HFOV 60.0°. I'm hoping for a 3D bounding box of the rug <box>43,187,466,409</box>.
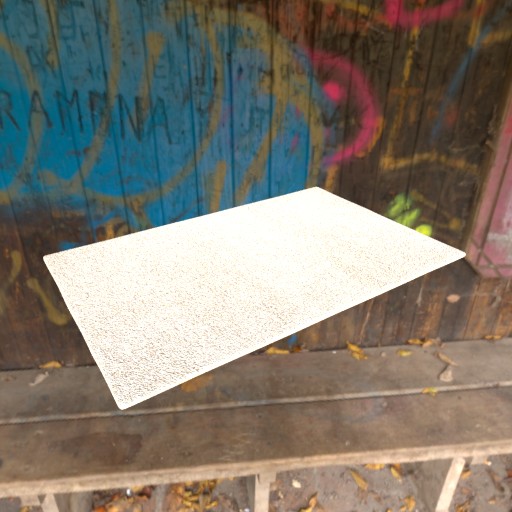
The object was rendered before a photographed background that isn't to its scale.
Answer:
[{"bbox_3d":[0.000,0.000,3.416,2.743,0.030,1.778,-18,34,-29],"label":"rug"}]
